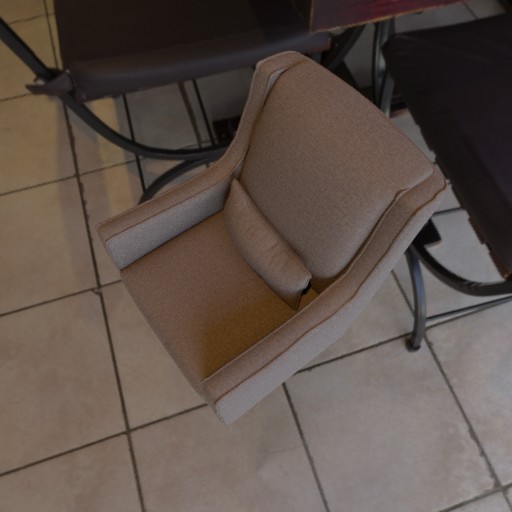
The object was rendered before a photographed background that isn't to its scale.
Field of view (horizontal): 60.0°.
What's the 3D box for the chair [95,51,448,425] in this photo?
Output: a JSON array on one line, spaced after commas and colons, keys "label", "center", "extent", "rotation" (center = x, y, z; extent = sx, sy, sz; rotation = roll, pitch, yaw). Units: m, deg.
[{"label": "chair", "center": [0.000, 0.000, 1.590], "extent": [0.879, 0.993, 0.732], "rotation": [-34, 69, -15]}]
